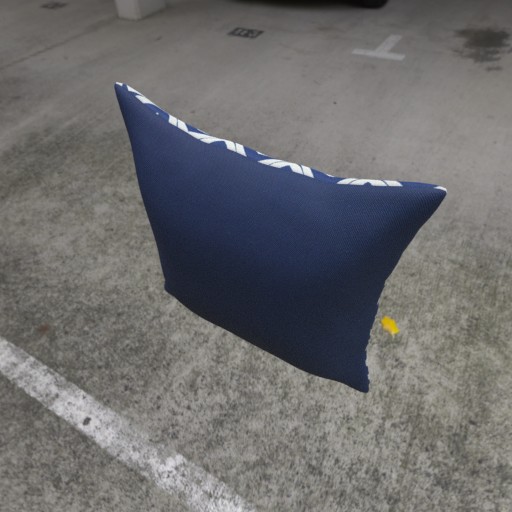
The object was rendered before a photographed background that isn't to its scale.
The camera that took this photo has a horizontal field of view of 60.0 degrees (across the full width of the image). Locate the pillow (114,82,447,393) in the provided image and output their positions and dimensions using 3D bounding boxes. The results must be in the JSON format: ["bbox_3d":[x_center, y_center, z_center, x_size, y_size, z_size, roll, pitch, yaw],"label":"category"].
[{"bbox_3d":[0.000,0.000,0.765,0.504,0.494,0.188,24,51,21],"label":"pillow"}]
